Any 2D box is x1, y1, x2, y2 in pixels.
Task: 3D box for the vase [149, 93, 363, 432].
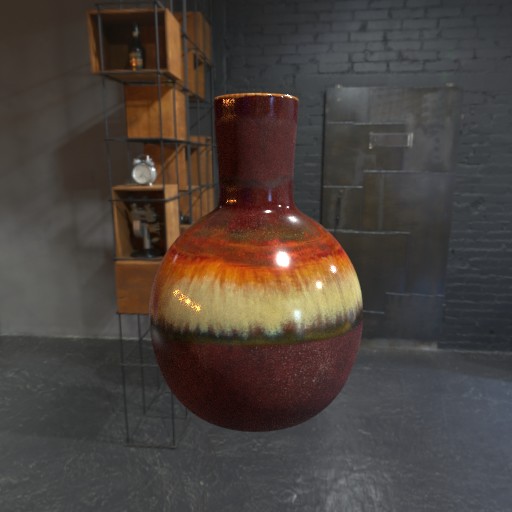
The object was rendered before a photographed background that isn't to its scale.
[{"bbox_3d":[0.000,0.000,0.229,0.111,0.154,0.111,0,12,0],"label":"vase"}]
